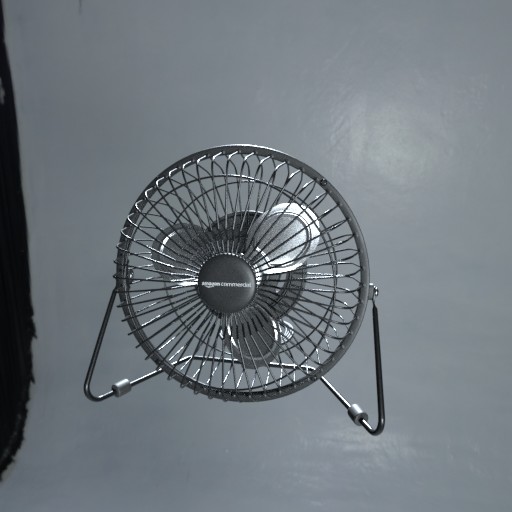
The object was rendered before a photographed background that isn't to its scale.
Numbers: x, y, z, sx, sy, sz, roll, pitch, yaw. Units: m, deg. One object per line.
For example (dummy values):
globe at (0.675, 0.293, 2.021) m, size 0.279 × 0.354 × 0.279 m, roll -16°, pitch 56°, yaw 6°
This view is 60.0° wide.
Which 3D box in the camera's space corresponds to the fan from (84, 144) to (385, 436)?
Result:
fan at (0.000, 0.000, 0.384) m, size 0.209 × 0.188 × 0.227 m, roll 3°, pitch 15°, yaw 11°
